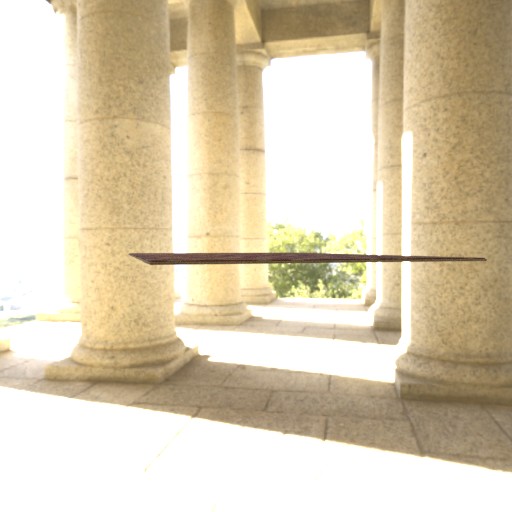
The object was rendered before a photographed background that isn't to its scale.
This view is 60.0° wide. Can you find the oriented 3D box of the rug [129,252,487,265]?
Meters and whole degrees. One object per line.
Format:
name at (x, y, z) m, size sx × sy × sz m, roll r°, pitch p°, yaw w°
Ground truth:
rug at (0.000, 0.000, 2.937) m, size 1.555 × 0.016 × 2.286 m, roll 0°, pitch 1°, yaw -18°
